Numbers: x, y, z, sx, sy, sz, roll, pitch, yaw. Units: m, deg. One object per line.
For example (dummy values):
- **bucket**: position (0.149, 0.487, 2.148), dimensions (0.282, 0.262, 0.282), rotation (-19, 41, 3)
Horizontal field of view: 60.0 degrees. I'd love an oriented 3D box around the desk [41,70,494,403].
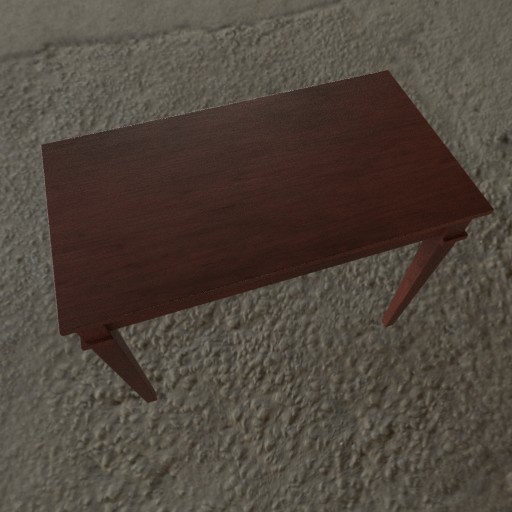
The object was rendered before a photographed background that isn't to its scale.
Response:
- **desk**: position (0.000, 0.000, 1.421), dimensions (1.001, 0.762, 0.549), rotation (-15, 60, -9)
